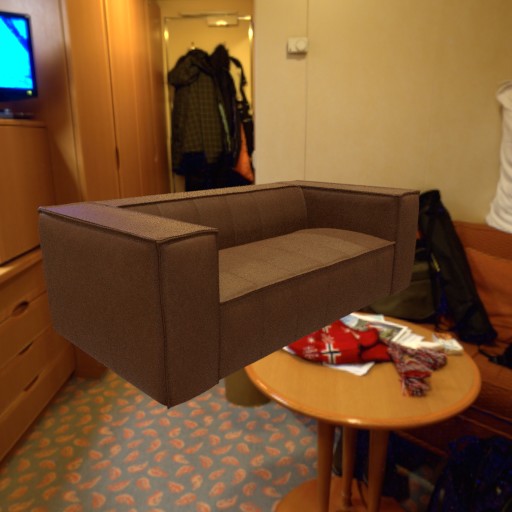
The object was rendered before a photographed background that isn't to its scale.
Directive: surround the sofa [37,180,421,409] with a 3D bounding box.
[{"bbox_3d":[0.000,0.000,2.613,1.102,0.703,2.088,14,20,42],"label":"sofa"}]
